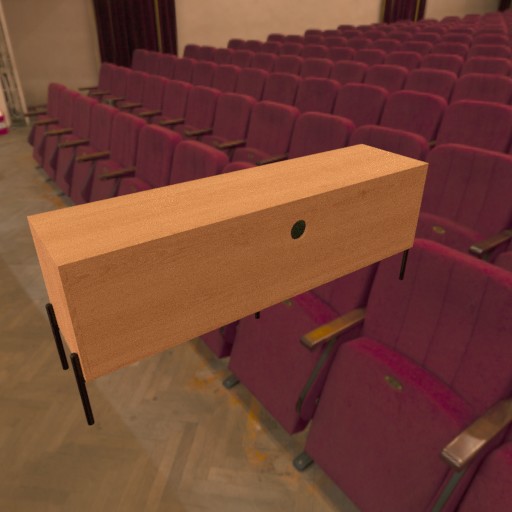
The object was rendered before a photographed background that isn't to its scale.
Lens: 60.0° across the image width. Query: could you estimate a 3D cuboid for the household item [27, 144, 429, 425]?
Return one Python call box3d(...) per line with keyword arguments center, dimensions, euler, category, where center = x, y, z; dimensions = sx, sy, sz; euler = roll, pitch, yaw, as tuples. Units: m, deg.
box3d(center=(0.000, 0.000, 1.788), dimensions=(1.550, 0.600, 0.400), euler=(-19, 34, -30), category="household item")
